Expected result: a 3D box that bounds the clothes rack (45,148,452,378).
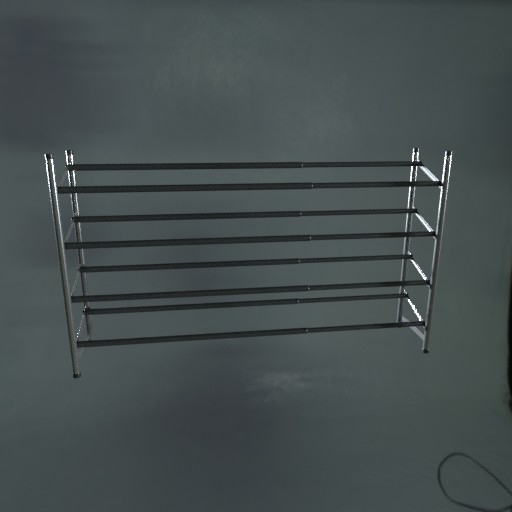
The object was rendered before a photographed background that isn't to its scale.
[{"bbox_3d":[0.000,0.000,1.450,1.168,0.672,0.229,-2,16,-8],"label":"clothes rack"}]
